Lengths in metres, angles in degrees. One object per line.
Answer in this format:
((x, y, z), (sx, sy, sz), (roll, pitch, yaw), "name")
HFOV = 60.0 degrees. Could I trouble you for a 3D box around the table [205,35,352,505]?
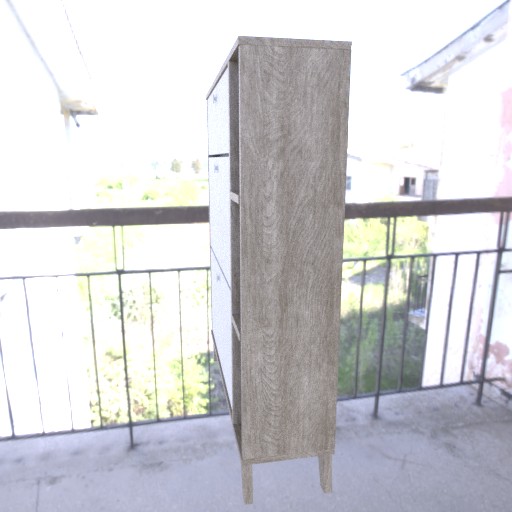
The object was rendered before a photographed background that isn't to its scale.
((0.000, 0.000, 1.491), (0.256, 1.135, 0.902), (-2, 13, -10), "table")
